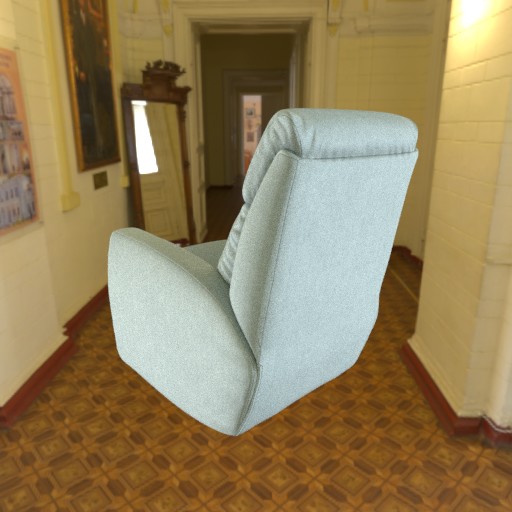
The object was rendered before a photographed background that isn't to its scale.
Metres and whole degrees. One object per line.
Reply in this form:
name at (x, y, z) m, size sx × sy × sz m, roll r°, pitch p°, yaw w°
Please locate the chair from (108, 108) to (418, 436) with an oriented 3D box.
chair at (0.000, 0.000, 1.648) m, size 0.812 × 1.013 × 0.940 m, roll -15°, pitch 22°, yaw -41°
